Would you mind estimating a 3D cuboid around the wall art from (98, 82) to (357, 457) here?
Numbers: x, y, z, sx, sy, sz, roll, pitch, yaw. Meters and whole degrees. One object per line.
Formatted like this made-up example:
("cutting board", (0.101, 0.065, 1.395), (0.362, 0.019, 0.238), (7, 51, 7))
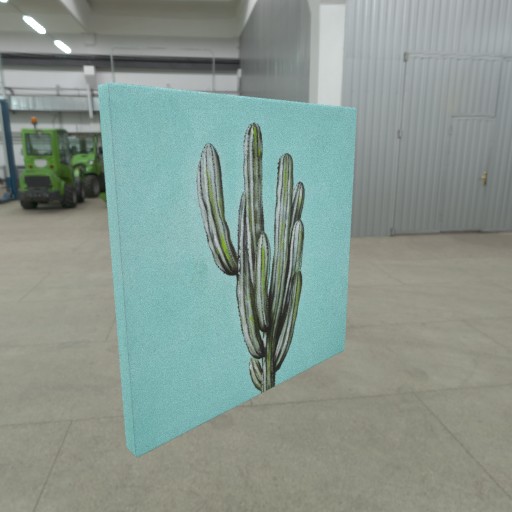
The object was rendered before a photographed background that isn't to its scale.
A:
("wall art", (0.000, 0.000, 1.142), (0.765, 0.766, 0.054), (-13, 19, -42))
